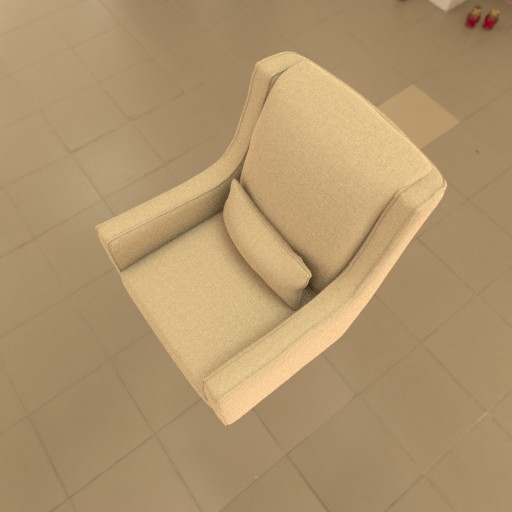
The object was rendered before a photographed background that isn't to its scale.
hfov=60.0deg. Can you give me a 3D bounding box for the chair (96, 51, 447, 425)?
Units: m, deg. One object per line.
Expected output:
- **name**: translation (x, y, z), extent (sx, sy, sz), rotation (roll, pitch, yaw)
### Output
- **chair**: translation (0.000, 0.000, 1.595), extent (0.879, 0.993, 0.732), rotation (-34, 68, -16)
